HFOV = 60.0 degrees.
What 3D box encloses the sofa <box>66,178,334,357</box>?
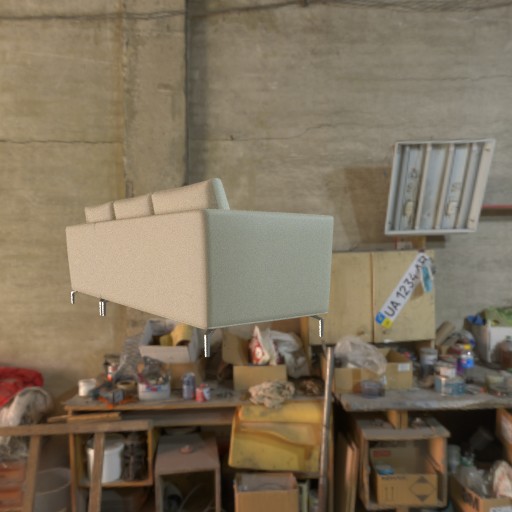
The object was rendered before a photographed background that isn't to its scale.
[{"bbox_3d":[0.000,0.000,3.716,2.448,0.867,2.430,-1,2,-37],"label":"sofa"}]
